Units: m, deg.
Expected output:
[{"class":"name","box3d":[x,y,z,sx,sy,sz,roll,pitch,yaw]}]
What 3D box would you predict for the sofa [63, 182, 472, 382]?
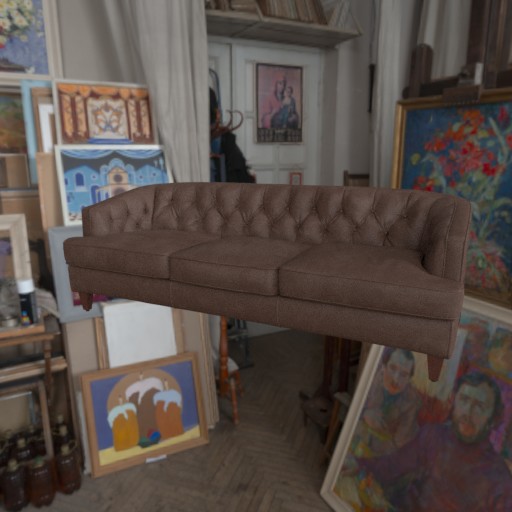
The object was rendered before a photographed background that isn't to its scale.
[{"class":"sofa","box3d":[0.000,0.000,2.596,2.227,0.787,0.927,6,14,25]}]
